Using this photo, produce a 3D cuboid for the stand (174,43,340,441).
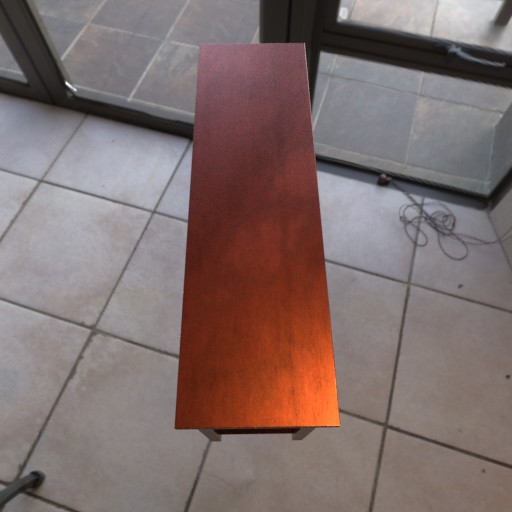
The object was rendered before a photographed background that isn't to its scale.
[{"bbox_3d":[0.000,0.000,1.757,0.410,0.872,1.362,-1,63,0],"label":"stand"}]
